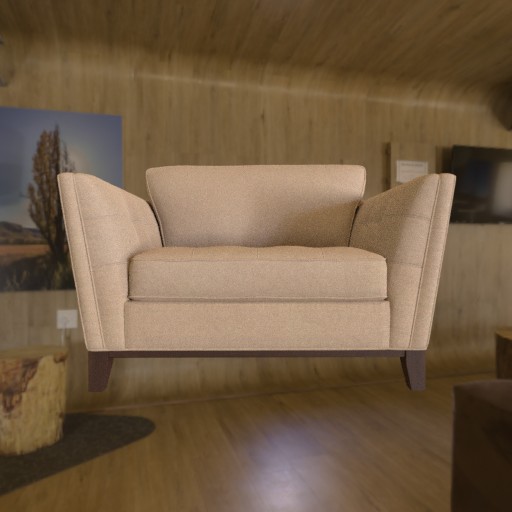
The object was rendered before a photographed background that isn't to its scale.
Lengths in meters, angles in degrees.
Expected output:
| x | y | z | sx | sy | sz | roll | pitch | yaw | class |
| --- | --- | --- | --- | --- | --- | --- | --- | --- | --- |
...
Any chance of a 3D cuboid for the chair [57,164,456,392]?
| x | y | z | sx | sy | sz | roll | pitch | yaw | class |
| --- | --- | --- | --- | --- | --- | --- | --- | --- | --- |
| 0.000 | 0.000 | 2.022 | 1.397 | 0.940 | 0.965 | 0 | 1 | -1 | chair |
